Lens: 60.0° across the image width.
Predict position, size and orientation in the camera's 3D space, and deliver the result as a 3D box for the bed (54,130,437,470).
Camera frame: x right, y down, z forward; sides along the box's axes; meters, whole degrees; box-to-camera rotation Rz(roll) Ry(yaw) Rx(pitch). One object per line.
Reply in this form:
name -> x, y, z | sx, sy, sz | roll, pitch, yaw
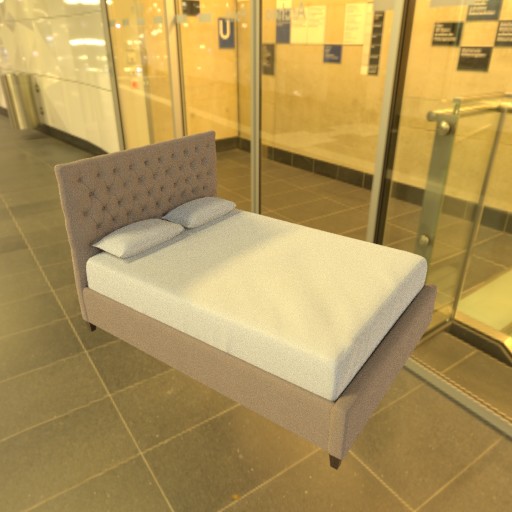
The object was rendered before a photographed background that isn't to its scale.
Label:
bed -> 0.000, 0.000, 3.431 | 2.387, 1.427, 1.698 | 18, 31, 32
